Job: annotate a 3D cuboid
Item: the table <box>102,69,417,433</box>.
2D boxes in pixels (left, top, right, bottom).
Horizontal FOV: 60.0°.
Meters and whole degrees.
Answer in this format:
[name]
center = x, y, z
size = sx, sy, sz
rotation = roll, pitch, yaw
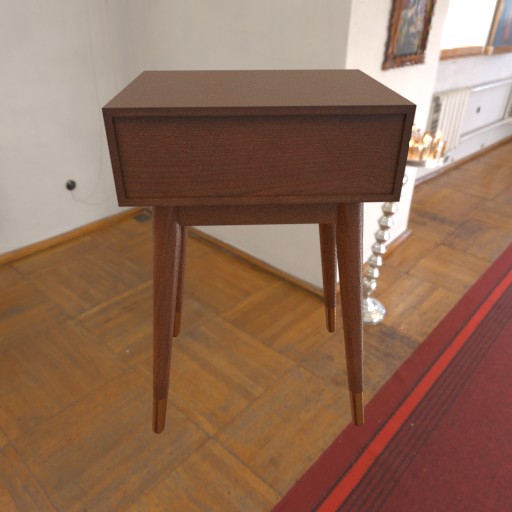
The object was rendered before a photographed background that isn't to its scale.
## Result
[table]
center = 0.000, 0.000, 0.818
size = 0.406, 0.599, 0.300
rotation = -1, 31, -2
